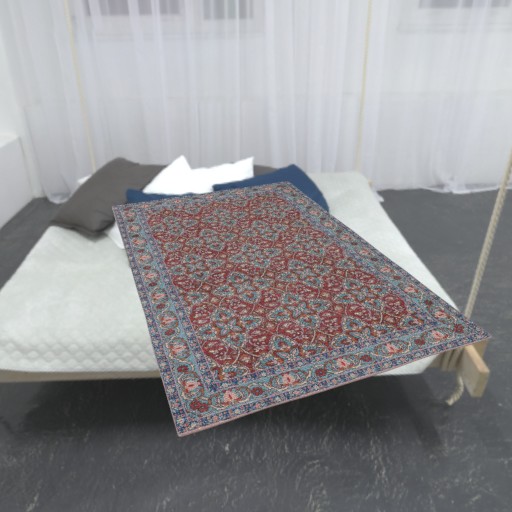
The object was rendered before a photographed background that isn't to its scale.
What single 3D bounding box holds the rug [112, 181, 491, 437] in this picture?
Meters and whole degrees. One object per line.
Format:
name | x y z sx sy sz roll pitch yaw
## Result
rug | 0.000 0.000 2.233 1.219 0.009 1.829 -11 32 -19
